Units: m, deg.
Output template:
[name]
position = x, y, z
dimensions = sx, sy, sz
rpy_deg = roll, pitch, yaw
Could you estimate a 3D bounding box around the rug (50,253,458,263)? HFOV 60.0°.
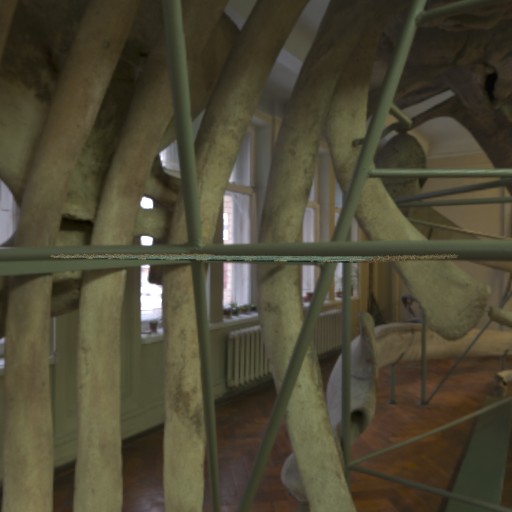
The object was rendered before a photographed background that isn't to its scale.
[rug]
position = 0.000, 0.000, 4.406
dimensions = 3.307, 0.047, 2.418
rpy_deg = 0, 1, 35
